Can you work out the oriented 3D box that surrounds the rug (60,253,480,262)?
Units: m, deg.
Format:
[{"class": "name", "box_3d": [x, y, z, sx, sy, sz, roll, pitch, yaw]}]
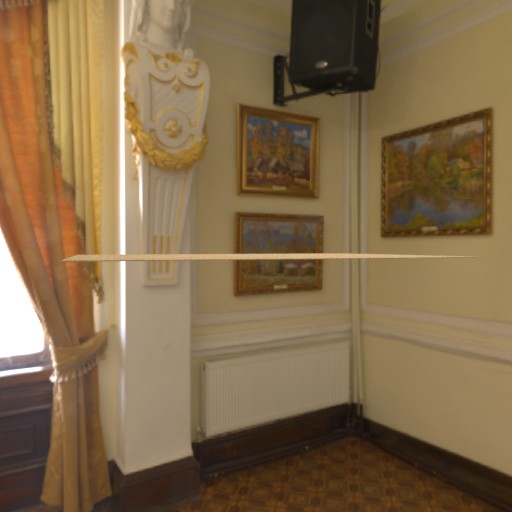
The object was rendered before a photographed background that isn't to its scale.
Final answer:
[{"class": "rug", "box_3d": [0.000, 0.000, 3.761, 2.895, 0.006, 1.981, 0, 1, -19]}]
